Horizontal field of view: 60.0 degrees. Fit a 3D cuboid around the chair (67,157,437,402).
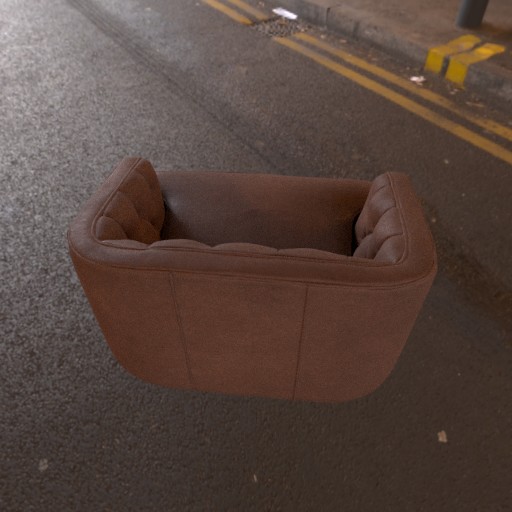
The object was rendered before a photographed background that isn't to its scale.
[{"bbox_3d":[0.000,0.000,1.695,1.118,0.787,0.914,4,46,4],"label":"chair"}]
